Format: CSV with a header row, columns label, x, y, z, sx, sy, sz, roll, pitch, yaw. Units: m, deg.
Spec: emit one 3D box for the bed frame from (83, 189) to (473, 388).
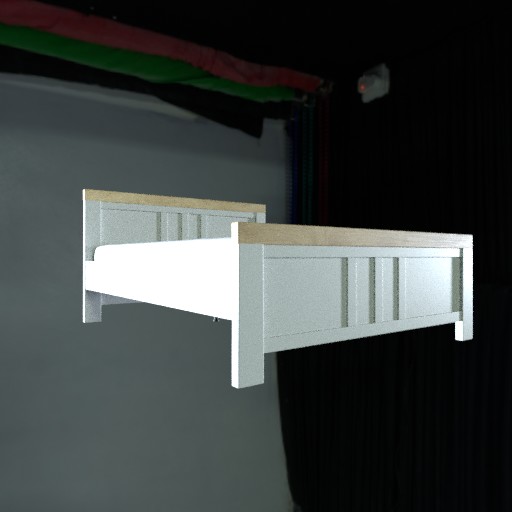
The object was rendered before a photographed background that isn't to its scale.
label,x,y,z,sx,sy,sz,roll,pitch,yaw
bed frame,0.000,0.000,2.947,1.670,0.980,2.050,0,0,-36
